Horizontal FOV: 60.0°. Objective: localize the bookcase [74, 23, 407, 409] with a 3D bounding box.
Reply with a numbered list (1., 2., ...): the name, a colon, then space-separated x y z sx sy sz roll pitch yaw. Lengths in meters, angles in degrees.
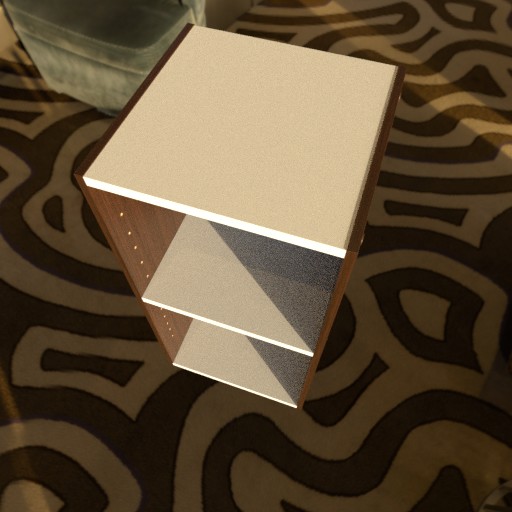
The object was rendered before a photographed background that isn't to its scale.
1. bookcase: 0.000 0.000 0.757 0.300 0.600 0.290 16 59 10
